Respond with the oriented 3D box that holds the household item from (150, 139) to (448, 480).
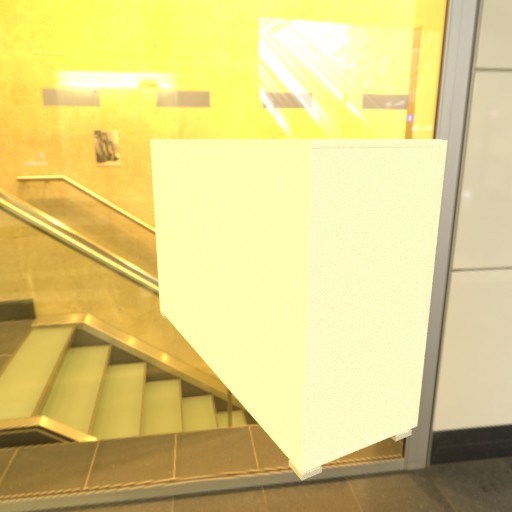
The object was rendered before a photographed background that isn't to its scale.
[{"bbox_3d":[0.000,0.000,1.704,0.420,0.867,1.300,-8,17,-27],"label":"household item"}]
